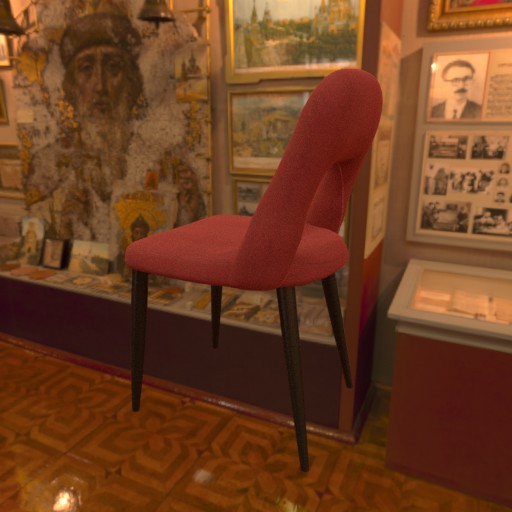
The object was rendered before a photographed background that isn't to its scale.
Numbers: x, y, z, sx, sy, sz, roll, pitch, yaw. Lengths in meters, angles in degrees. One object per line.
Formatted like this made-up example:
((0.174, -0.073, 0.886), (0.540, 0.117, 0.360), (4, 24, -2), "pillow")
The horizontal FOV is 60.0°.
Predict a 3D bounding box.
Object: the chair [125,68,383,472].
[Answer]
((0.000, 0.000, 1.185), (0.569, 0.892, 0.483), (8, 19, 26), "chair")
